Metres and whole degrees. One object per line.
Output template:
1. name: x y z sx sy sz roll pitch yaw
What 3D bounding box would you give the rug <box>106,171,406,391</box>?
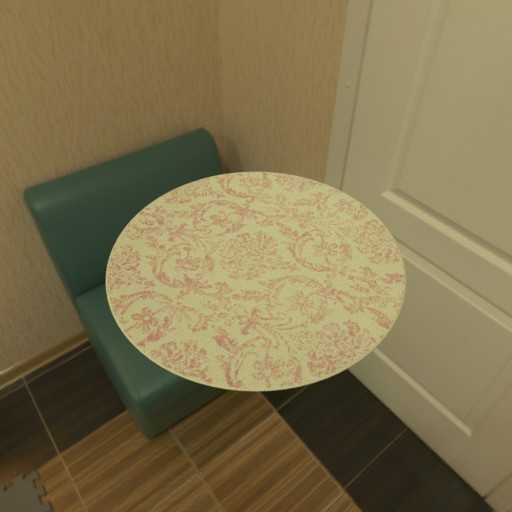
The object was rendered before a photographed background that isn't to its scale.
1. rug: 0.000 0.000 2.414 1.593 0.012 1.593 0 45 0
